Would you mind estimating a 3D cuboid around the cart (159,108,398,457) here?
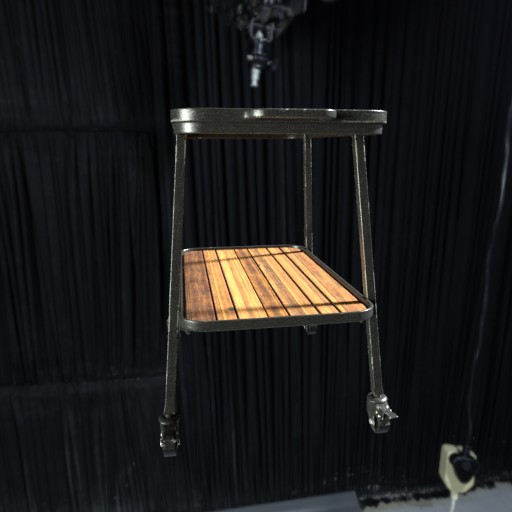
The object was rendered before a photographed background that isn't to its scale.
[{"bbox_3d":[0.000,0.000,1.188,0.515,0.700,0.806,-2,14,-9],"label":"cart"}]
